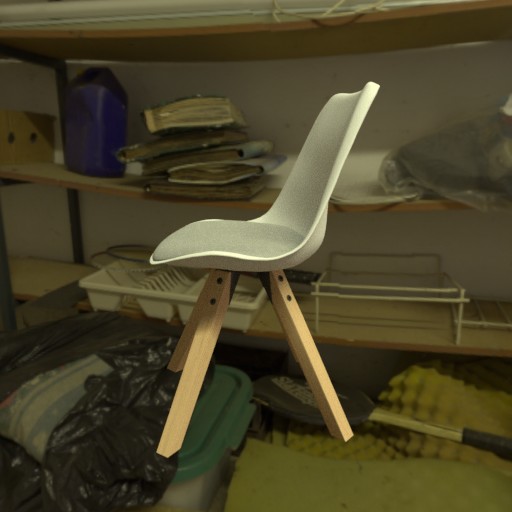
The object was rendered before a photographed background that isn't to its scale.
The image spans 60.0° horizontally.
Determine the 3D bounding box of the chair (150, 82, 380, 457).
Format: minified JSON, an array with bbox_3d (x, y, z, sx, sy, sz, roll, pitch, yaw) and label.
[{"bbox_3d":[0.000,0.000,1.181,0.550,0.850,0.485,-2,14,-7],"label":"chair"}]
